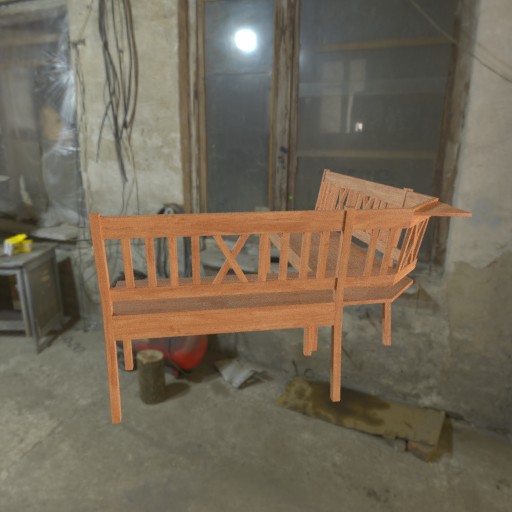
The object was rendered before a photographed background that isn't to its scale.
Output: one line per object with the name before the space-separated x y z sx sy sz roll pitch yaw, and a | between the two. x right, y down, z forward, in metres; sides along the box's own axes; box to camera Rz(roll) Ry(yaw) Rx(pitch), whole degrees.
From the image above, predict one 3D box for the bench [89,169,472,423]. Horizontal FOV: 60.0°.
bench | 0.000 0.000 2.747 1.537 0.902 1.937 -3 16 -9
